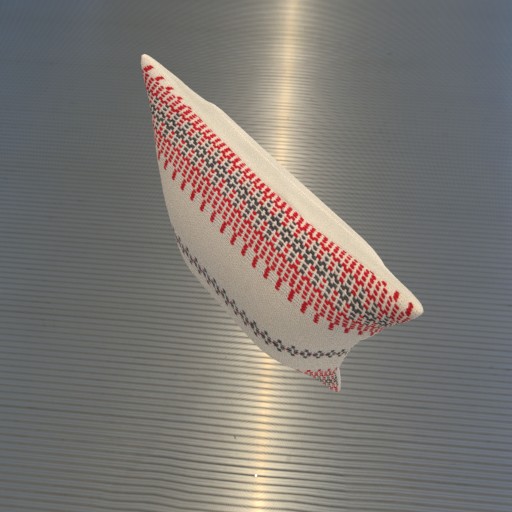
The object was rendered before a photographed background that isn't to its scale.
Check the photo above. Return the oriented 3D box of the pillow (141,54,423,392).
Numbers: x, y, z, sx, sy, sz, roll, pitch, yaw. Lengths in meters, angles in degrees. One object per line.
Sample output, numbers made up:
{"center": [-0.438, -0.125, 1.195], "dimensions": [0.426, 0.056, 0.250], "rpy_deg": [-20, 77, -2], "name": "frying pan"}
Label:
{"center": [0.000, 0.000, 0.693], "dimensions": [0.160, 0.454, 0.463], "rpy_deg": [-38, 70, -17], "name": "pillow"}
